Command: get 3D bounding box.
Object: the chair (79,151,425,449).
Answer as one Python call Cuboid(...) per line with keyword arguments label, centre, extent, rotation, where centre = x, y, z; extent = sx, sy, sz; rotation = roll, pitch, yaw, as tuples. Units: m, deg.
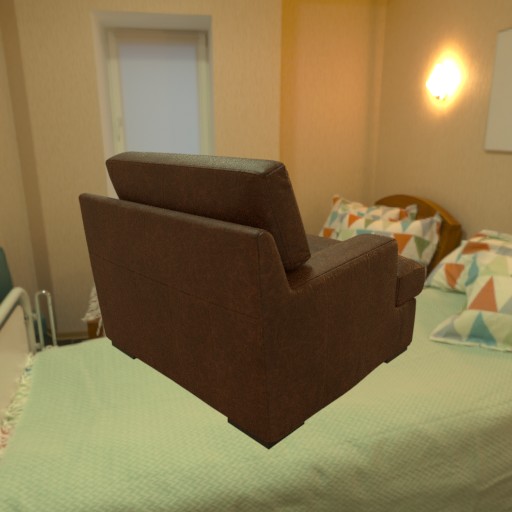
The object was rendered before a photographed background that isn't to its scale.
Cuboid(label="chair", centre=(0.000, 0.000, 2.037), extent=(1.168, 0.939, 1.143), rotation=(15, 22, 43))
